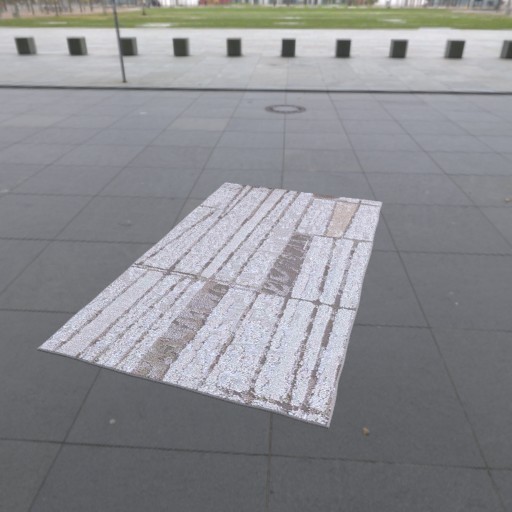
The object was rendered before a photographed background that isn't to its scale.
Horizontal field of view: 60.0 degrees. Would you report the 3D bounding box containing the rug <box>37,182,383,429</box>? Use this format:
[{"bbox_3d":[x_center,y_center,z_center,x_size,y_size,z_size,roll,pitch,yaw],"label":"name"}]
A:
[{"bbox_3d":[0.000,0.000,1.055,0.515,0.007,0.867,10,31,16],"label":"rug"}]
